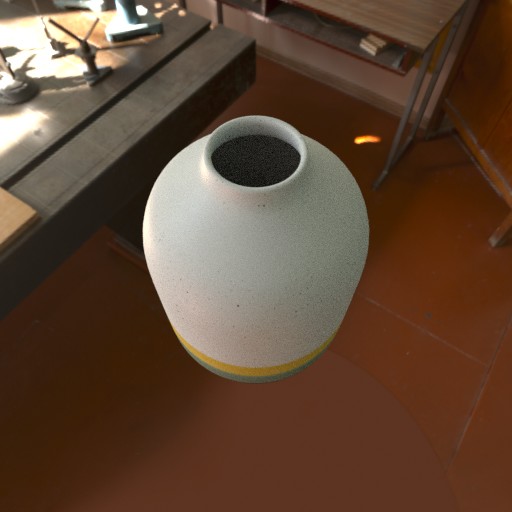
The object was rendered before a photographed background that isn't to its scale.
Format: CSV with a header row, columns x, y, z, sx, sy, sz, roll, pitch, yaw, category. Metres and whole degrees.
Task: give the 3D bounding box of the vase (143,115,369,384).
x,y,z,sx,sy,sz,roll,pitch,yaw,category
0.000,0.000,0.368,0.169,0.240,0.169,0,58,0,vase
